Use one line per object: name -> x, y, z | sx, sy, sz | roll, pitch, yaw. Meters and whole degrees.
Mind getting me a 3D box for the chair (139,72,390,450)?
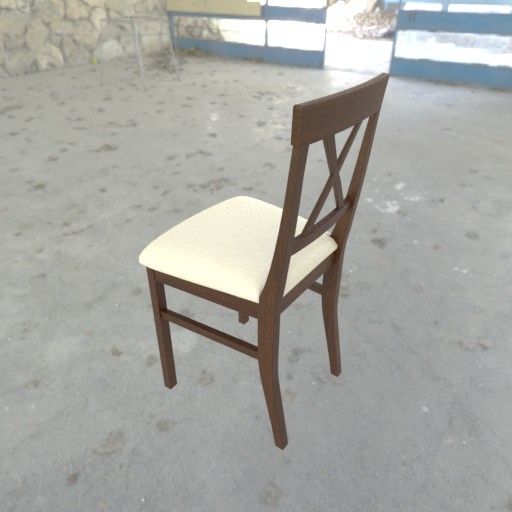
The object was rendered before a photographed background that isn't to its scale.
chair -> 0.000, 0.000, 1.190 | 0.480, 0.913, 0.440 | 21, 37, 30
